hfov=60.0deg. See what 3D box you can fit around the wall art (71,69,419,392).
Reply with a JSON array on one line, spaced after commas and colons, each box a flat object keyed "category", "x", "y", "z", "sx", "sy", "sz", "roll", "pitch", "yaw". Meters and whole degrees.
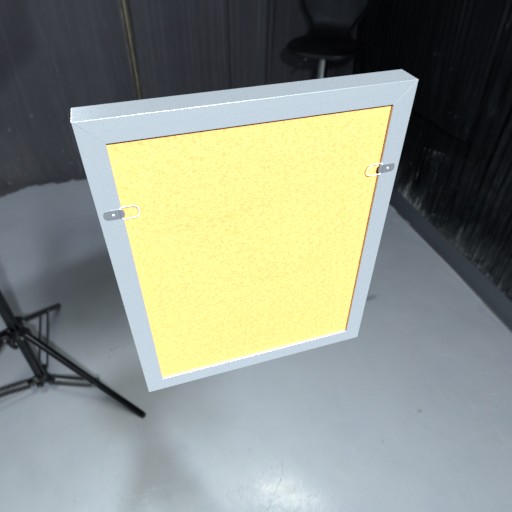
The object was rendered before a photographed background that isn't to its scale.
[{"category": "wall art", "x": 0.000, "y": 0.000, "z": 0.512, "sx": 0.308, "sy": 0.379, "sz": 0.030, "roll": -12, "pitch": 43, "yaw": -13}]
